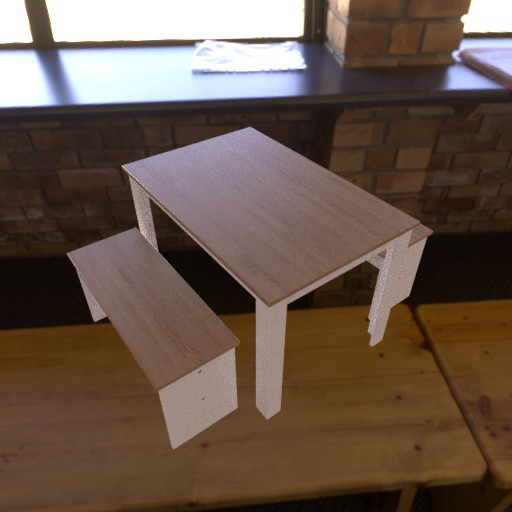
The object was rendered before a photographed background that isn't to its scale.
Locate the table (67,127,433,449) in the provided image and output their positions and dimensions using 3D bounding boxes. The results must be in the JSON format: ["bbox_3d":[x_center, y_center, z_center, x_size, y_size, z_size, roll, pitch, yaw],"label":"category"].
[{"bbox_3d":[0.000,0.000,2.078,1.443,0.700,1.100,-25,46,-27],"label":"table"}]
